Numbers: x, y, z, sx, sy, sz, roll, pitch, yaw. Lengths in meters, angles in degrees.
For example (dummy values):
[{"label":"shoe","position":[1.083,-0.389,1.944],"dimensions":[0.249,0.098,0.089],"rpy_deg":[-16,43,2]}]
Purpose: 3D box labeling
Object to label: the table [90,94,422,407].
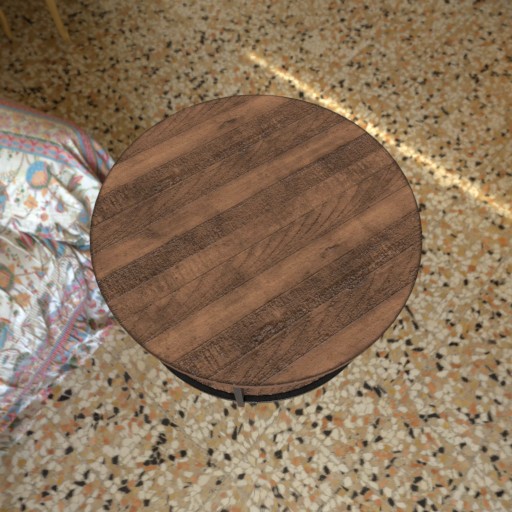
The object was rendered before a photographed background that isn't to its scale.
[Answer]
[{"label":"table","position":[0.000,0.000,1.336],"dimensions":[0.837,0.462,0.837],"rpy_deg":[0,65,0]}]
